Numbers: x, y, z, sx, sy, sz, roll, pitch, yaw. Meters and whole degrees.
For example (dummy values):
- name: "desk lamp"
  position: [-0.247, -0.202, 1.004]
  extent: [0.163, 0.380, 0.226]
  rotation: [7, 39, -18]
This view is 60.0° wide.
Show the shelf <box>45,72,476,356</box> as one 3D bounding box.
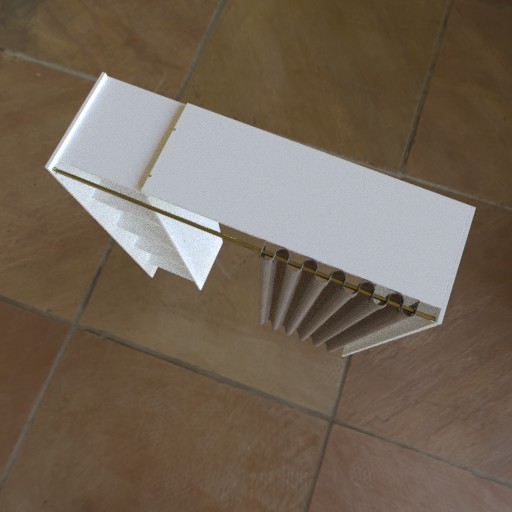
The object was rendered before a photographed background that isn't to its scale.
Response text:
- name: "shelf"
  position: [0.000, 0.000, 2.575]
  extent: [1.600, 1.820, 0.500]
  rotation: [22, 75, 6]
